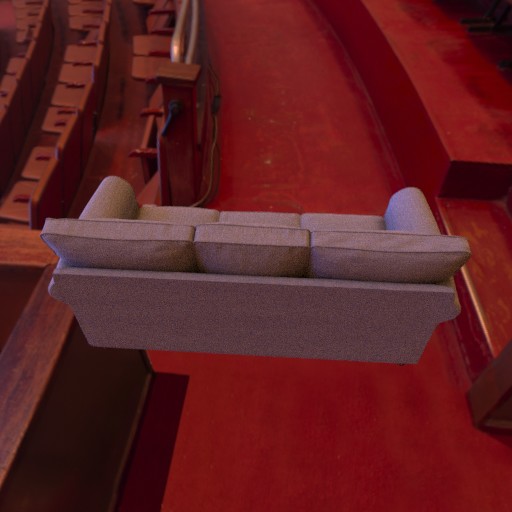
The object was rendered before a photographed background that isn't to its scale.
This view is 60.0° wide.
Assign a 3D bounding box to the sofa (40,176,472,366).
[{"bbox_3d":[0.000,0.000,2.617,2.084,0.961,0.916,3,46,3],"label":"sofa"}]
